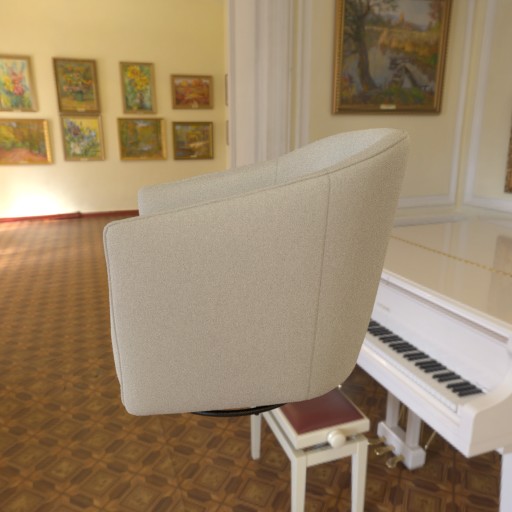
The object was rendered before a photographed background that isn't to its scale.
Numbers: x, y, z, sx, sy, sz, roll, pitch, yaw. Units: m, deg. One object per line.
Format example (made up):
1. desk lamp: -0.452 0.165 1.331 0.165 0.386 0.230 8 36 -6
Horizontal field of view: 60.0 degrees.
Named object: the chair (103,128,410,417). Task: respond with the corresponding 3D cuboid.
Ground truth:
1. chair: 0.000 0.000 1.439 0.875 0.799 0.747 -2 16 -8
